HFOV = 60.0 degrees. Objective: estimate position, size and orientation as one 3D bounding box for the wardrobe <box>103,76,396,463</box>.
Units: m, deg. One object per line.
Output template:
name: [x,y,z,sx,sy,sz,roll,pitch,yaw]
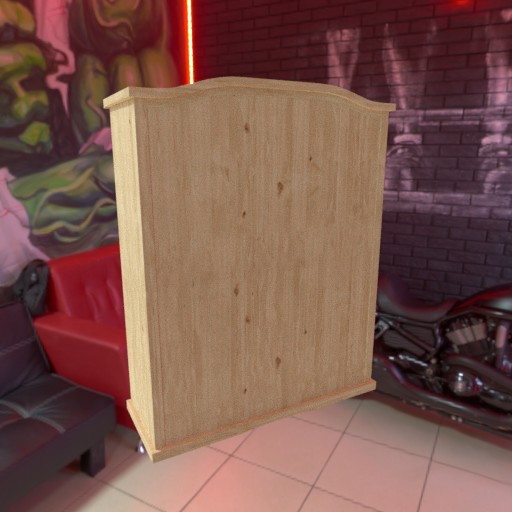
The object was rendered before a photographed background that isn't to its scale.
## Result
wardrobe: [0.000,0.000,2.610,1.500,1.870,0.570,-7,15,-28]
